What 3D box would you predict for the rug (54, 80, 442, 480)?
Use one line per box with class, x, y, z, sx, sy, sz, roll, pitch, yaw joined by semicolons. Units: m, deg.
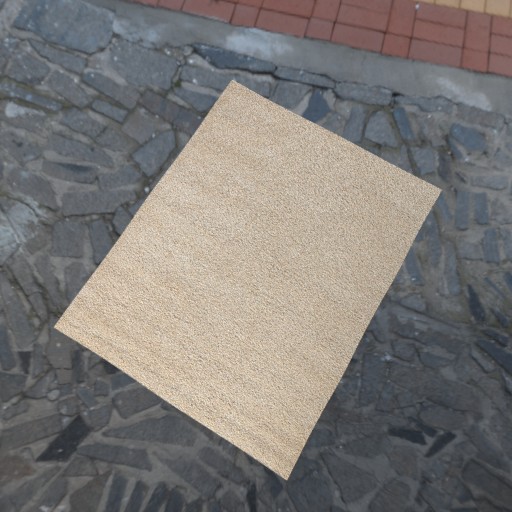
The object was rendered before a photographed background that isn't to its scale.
rug;0.000;0.000;4.129;2.400;0.026;3.000;30;77;8
